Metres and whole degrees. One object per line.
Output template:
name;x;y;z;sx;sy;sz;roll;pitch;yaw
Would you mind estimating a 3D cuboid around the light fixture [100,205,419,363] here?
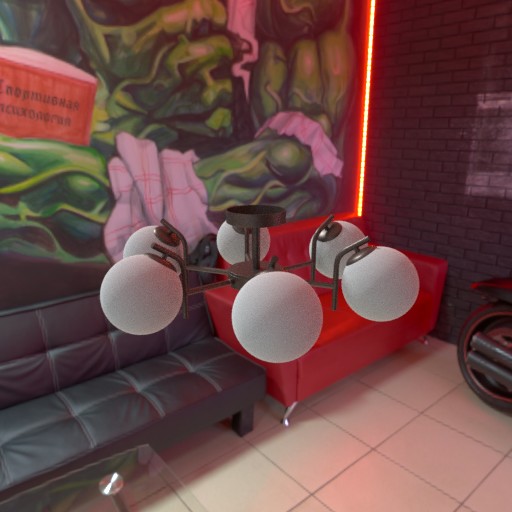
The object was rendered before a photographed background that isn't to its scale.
light fixture;0.000;0.000;0.947;0.662;0.201;0.662;0;16;0
